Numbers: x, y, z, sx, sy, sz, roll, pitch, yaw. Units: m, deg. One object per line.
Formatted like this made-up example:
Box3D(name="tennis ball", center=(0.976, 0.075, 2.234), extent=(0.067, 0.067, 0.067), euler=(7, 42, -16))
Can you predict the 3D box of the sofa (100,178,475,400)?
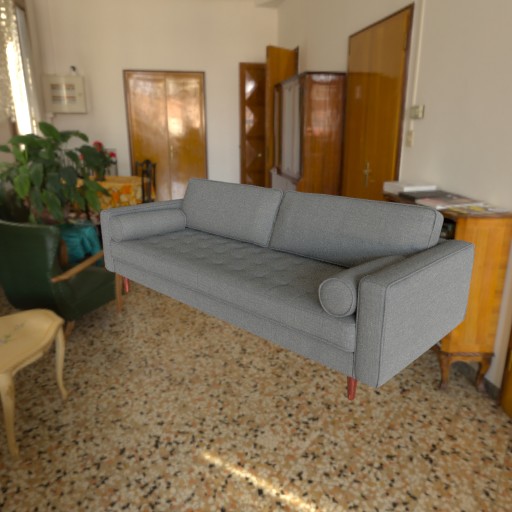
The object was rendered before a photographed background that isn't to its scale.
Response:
Box3D(name="sofa", center=(0.000, 0.000, 2.682), extent=(2.198, 0.762, 0.914), euler=(15, 22, 42))
